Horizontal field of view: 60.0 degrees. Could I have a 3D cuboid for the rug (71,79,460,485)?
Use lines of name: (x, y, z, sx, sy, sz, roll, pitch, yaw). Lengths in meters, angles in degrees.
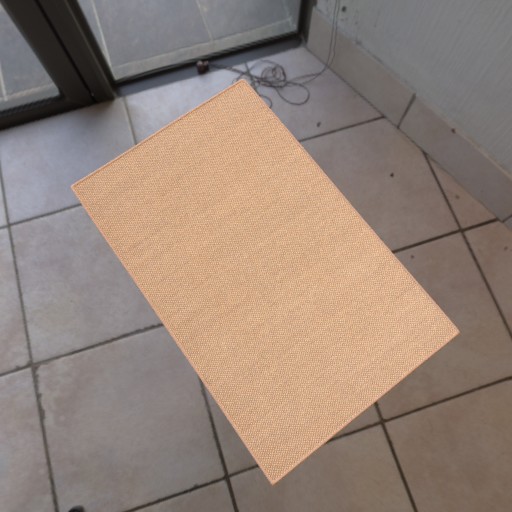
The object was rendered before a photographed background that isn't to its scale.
rug: (0.000, 0.000, 2.101, 1.067, 0.013, 1.676, -35, 77, -9)
